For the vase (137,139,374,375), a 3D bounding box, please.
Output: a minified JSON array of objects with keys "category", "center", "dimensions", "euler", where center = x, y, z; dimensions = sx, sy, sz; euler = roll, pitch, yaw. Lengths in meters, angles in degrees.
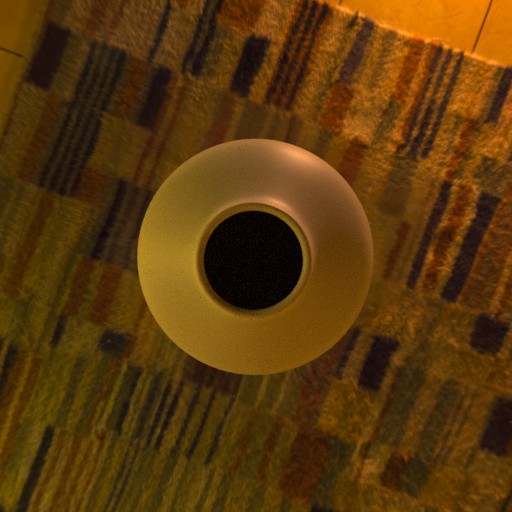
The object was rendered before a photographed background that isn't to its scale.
[{"category":"vase","center":[0.000,0.000,0.359],"dimensions":[0.169,0.240,0.169],"euler":[0,91,1]}]
